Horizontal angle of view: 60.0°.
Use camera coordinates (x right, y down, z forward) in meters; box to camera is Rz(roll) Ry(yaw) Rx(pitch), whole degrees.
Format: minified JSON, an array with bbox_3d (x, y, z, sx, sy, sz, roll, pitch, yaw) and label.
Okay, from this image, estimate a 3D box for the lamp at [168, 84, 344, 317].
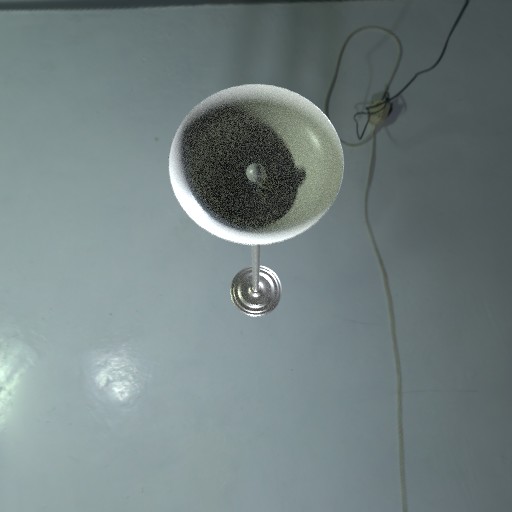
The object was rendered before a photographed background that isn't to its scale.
[{"bbox_3d":[0.000,0.000,1.882,0.405,1.771,0.405,-6,76,-2],"label":"lamp"}]
